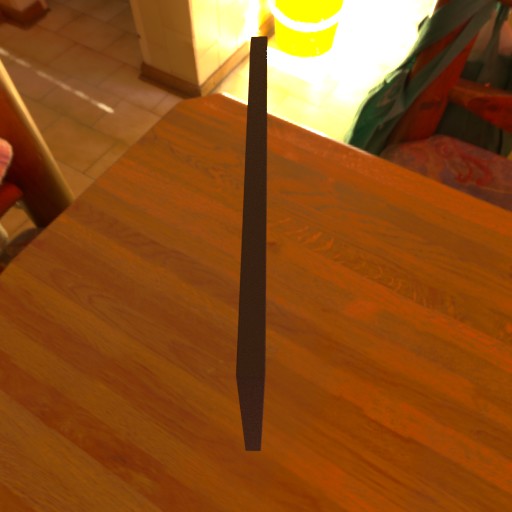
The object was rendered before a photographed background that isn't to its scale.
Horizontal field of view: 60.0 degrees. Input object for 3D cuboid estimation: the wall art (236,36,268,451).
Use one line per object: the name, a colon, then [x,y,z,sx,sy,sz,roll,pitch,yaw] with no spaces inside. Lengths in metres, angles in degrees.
wall art: [0.000,0.000,0.767,0.029,0.458,0.559,1,58,1]
